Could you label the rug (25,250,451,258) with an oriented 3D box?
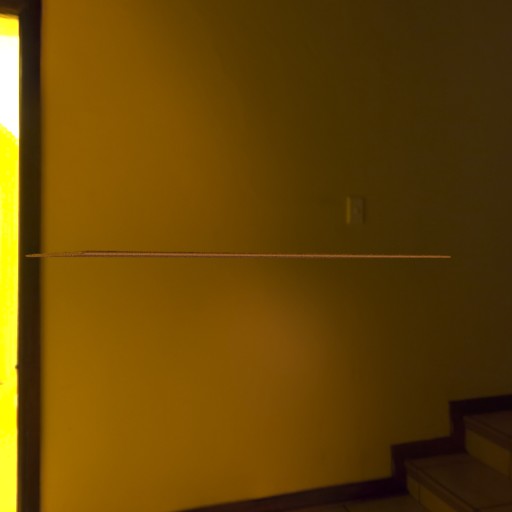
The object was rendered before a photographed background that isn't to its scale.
[{"bbox_3d":[0.000,0.000,1.403,1.220,0.007,0.605,0,-1,-36],"label":"rug"}]
